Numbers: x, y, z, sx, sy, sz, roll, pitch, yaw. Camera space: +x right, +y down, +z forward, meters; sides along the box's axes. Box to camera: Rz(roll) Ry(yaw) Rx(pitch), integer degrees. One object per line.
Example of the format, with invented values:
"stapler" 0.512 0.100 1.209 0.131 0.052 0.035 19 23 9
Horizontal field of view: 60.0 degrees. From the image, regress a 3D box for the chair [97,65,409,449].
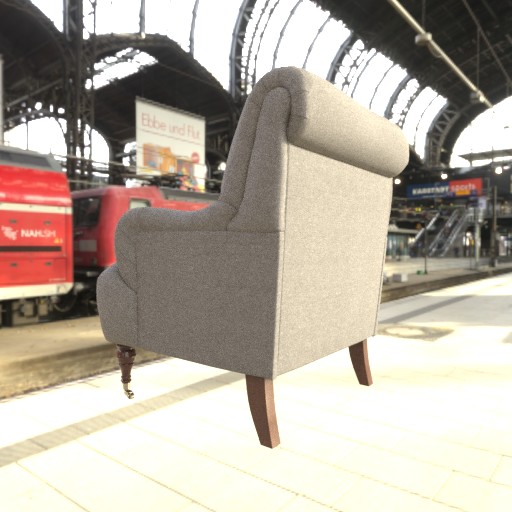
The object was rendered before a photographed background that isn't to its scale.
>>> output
"chair" 0.000 0.000 1.528 0.843 0.942 0.766 1 2 37
